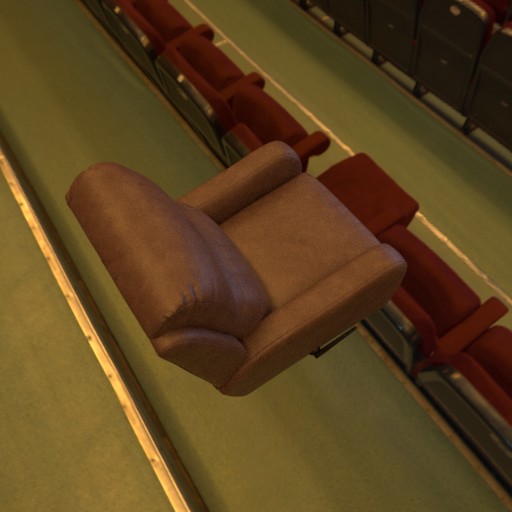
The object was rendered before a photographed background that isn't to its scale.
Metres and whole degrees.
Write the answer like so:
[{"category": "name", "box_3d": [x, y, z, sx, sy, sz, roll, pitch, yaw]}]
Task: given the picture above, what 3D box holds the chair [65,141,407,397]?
[{"category": "chair", "box_3d": [0.000, 0.000, 1.811, 1.067, 1.067, 0.865, -31, 63, -17]}]
